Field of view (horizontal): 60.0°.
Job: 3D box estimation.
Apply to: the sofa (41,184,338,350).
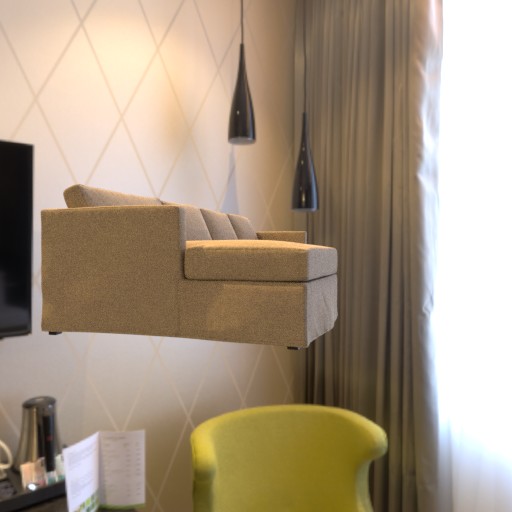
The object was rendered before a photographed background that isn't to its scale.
[{"bbox_3d":[0.000,0.000,3.837,1.638,0.920,3.198,0,0,19],"label":"sofa"}]
